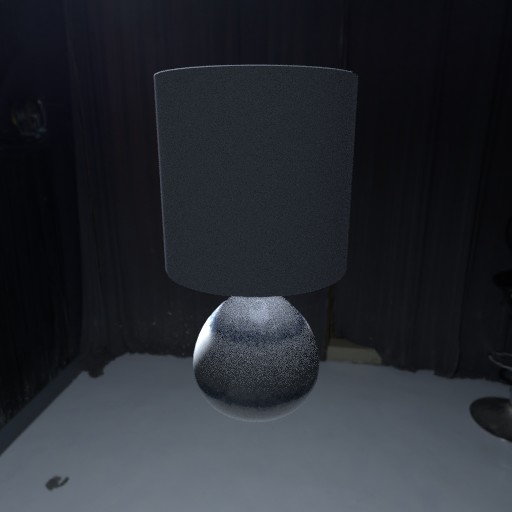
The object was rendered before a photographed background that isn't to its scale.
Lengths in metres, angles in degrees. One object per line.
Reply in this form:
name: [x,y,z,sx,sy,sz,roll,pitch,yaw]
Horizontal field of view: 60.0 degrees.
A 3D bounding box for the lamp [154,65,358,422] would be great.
lamp: [0.000,0.000,0.538,0.216,0.404,0.216,3,17,9]
